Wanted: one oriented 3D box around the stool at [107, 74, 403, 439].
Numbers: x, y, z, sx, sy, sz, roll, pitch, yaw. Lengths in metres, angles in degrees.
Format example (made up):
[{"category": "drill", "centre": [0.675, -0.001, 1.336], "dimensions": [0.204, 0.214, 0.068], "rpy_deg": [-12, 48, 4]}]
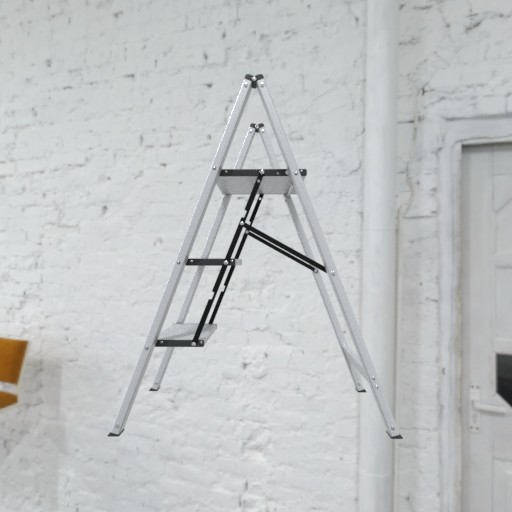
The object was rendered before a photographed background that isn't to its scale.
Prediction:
[{"category": "stool", "centre": [0.000, 0.000, 1.316], "dimensions": [0.730, 0.902, 0.441], "rpy_deg": [0, -1, 1]}]
